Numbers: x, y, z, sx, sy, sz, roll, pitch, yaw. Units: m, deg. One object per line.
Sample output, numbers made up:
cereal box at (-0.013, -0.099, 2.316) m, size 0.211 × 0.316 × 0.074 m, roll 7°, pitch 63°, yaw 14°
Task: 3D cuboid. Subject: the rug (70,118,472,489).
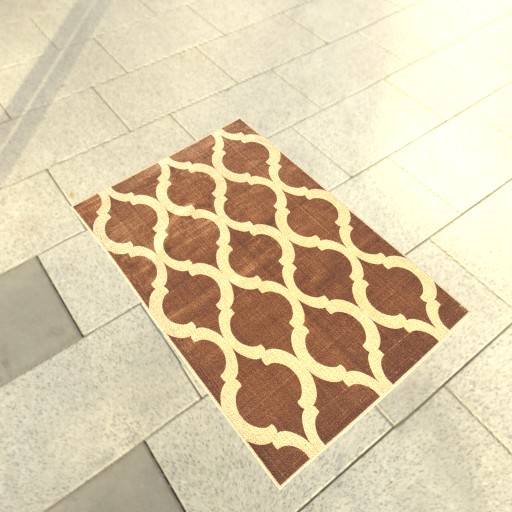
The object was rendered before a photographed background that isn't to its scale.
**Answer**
rug at (0.000, 0.000, 2.894) m, size 1.526 × 0.014 × 2.290 m, roll -34°, pitch 63°, yaw -20°
